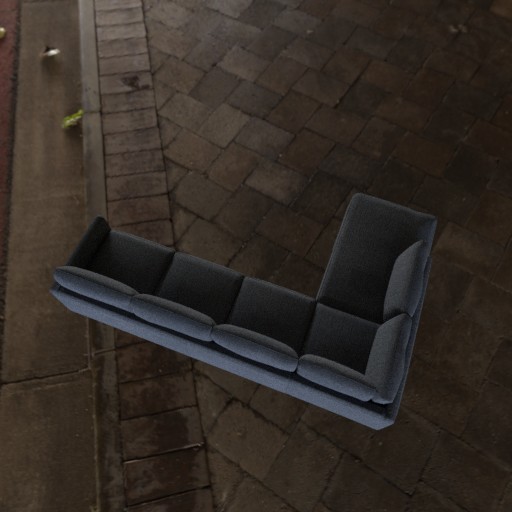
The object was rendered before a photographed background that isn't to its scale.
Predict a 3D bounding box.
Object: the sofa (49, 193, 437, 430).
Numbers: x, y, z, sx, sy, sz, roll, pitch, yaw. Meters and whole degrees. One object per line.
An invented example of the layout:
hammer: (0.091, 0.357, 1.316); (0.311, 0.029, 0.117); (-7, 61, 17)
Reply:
sofa: (0.000, 0.000, 4.001); (2.949, 0.815, 2.007); (19, 65, 9)
